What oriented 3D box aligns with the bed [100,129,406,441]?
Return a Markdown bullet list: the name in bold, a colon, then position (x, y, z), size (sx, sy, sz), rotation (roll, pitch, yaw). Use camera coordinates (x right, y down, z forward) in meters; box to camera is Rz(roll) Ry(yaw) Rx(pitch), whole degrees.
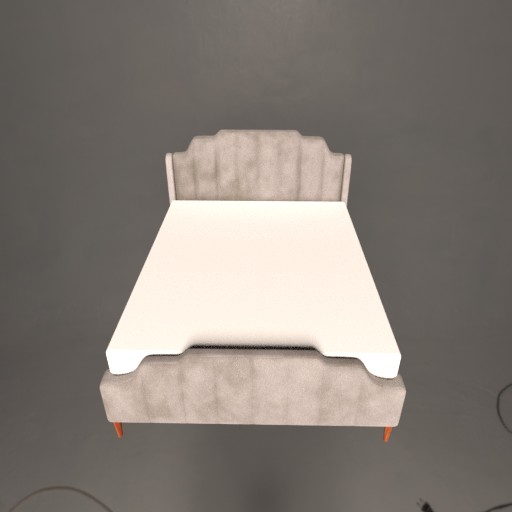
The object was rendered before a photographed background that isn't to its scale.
- **bed**: position (0.000, 0.000, 3.285), size (1.676, 1.245, 2.340), rotation (1, 31, 1)
